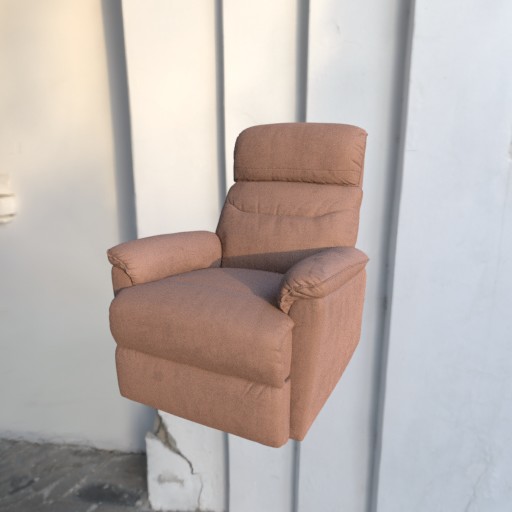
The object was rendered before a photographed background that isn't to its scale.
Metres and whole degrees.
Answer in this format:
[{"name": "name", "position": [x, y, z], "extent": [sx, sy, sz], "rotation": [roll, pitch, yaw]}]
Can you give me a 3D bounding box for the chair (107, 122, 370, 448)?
[{"name": "chair", "position": [0.000, 0.000, 1.733], "extent": [0.820, 1.037, 1.004], "rotation": [7, 16, 26]}]
